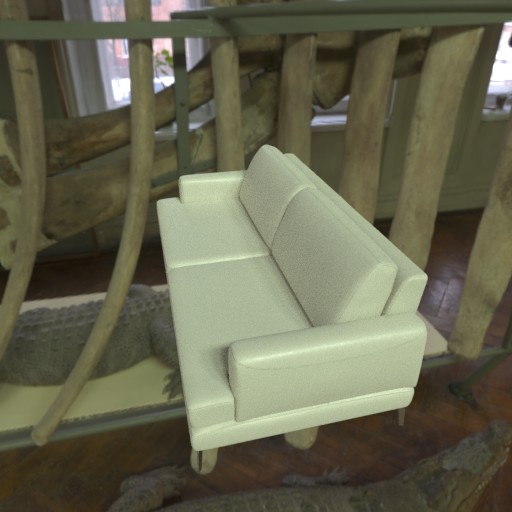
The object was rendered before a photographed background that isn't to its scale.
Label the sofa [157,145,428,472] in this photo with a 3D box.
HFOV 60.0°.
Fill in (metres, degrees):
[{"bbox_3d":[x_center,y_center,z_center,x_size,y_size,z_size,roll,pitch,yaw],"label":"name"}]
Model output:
[{"bbox_3d":[0.000,0.000,2.417,0.974,0.765,1.940,-7,30,-12],"label":"sofa"}]
